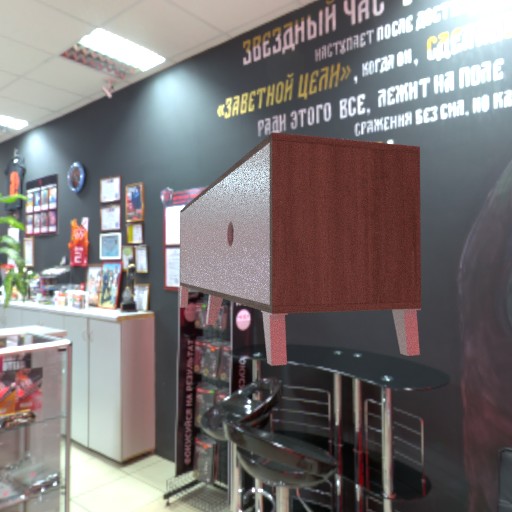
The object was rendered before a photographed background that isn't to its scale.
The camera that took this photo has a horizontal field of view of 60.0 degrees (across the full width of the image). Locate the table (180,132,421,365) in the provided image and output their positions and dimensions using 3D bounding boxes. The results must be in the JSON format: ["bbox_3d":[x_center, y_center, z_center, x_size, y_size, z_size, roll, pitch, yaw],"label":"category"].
[{"bbox_3d":[0.000,0.000,1.777,0.400,0.530,1.500,0,-1,-18],"label":"table"}]
